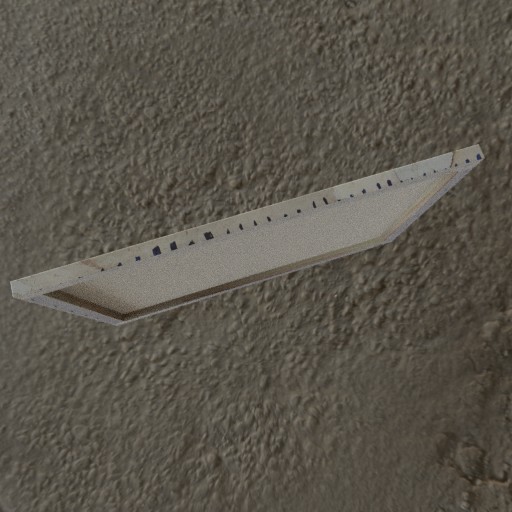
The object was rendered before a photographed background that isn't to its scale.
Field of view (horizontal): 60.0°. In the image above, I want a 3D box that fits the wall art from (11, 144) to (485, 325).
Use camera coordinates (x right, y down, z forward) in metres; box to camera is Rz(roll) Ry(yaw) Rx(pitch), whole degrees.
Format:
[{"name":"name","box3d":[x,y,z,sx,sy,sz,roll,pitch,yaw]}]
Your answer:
[{"name":"wall art","box3d":[0.000,0.000,1.398,1.143,0.757,0.038,-17,77,-4]}]
